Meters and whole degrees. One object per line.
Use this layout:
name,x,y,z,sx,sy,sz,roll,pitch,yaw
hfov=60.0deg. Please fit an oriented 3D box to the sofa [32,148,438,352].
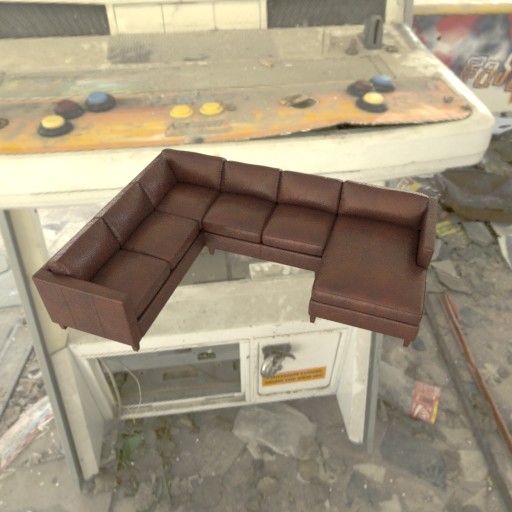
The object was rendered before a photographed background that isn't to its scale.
sofa,0.000,0.000,4.519,3.324,0.891,2.452,13,43,14
